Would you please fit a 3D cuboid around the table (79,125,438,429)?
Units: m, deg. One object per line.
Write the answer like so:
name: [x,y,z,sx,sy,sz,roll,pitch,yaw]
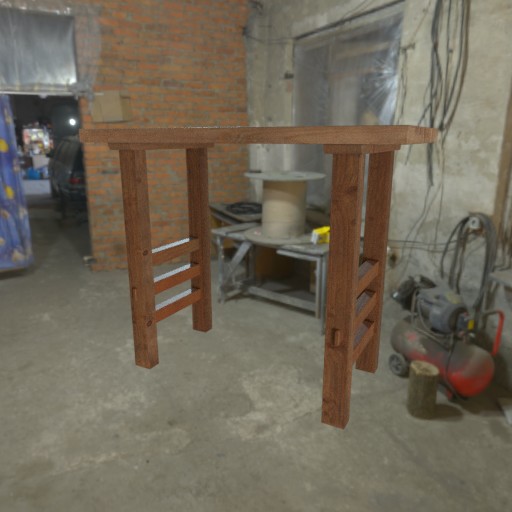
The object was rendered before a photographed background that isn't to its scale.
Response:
table: [0.000,0.000,1.657,1.119,0.914,0.556,8,17,27]
